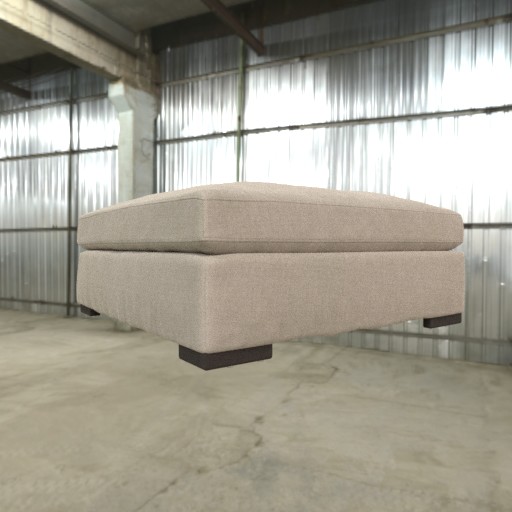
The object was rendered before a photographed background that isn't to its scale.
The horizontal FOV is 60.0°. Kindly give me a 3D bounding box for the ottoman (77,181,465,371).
[{"bbox_3d":[0.000,0.000,1.826,1.171,0.517,1.203,-1,2,-36],"label":"ottoman"}]
